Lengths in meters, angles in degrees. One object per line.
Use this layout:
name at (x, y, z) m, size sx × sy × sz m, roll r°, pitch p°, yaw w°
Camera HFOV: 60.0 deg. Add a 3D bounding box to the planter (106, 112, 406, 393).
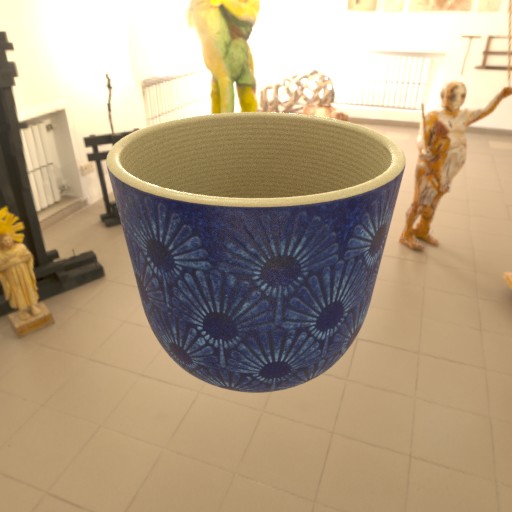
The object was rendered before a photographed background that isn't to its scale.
planter at (0.000, 0.000, 0.299) m, size 0.170 × 0.153 × 0.170 m, roll 0°, pitch 31°, yaw 0°
